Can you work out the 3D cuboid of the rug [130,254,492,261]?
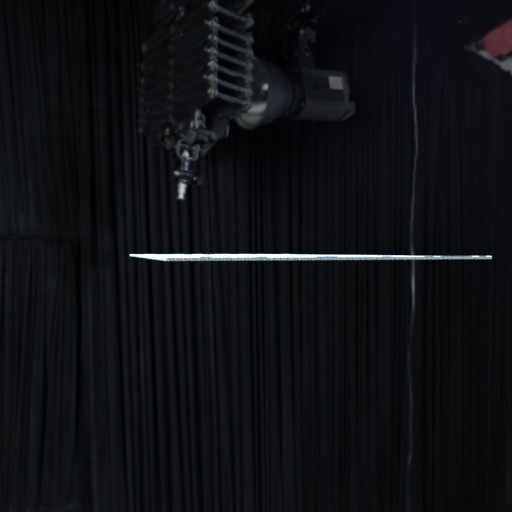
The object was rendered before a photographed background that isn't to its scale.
[{"bbox_3d":[0.000,0.000,2.991,1.518,0.015,2.438,0,0,-19],"label":"rug"}]
